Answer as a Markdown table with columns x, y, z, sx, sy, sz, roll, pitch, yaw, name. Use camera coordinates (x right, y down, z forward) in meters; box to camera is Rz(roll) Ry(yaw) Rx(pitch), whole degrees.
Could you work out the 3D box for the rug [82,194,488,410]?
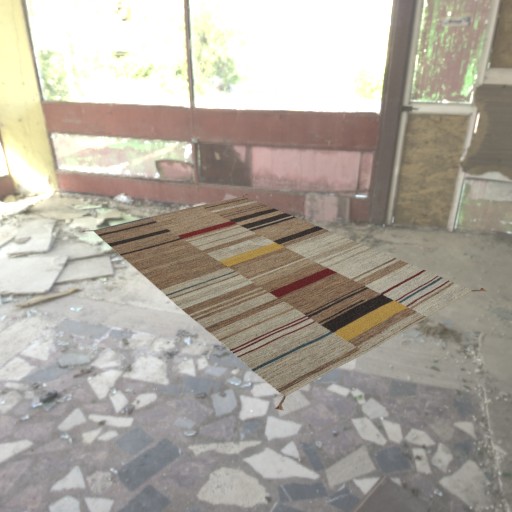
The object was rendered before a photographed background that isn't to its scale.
| x | y | z | sx | sy | sz | roll | pitch | yaw | name |
| --- | --- | --- | --- | --- | --- | --- | --- | --- | --- |
| 0.000 | 0.000 | 2.389 | 1.268 | 0.007 | 1.918 | -18 | 31 | -33 | rug |
